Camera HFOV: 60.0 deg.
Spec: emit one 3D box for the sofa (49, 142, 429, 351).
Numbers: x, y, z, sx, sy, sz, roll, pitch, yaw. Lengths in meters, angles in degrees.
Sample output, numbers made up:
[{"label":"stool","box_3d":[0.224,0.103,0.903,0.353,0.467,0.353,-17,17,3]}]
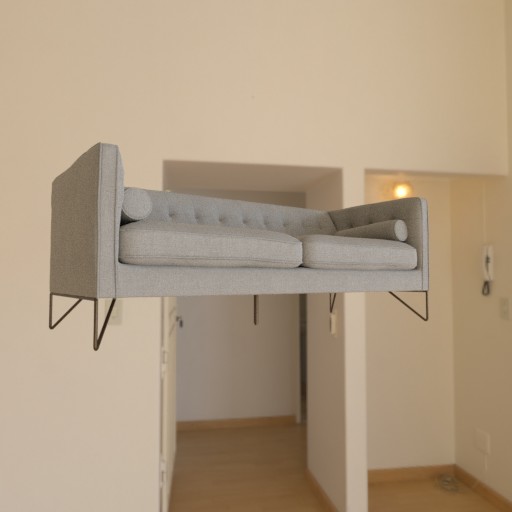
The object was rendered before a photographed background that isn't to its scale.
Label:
[{"label":"sofa","box_3d":[0.000,0.000,2.580,2.079,0.798,0.912,2,-4,-35]}]
